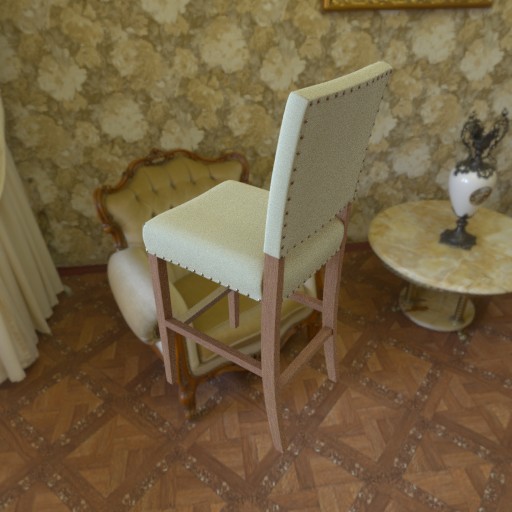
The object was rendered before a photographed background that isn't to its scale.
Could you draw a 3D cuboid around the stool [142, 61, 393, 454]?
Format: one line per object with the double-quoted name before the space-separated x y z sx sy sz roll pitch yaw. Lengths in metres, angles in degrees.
"stool" 0.000 0.000 1.445 0.584 1.168 0.445 22 39 30
